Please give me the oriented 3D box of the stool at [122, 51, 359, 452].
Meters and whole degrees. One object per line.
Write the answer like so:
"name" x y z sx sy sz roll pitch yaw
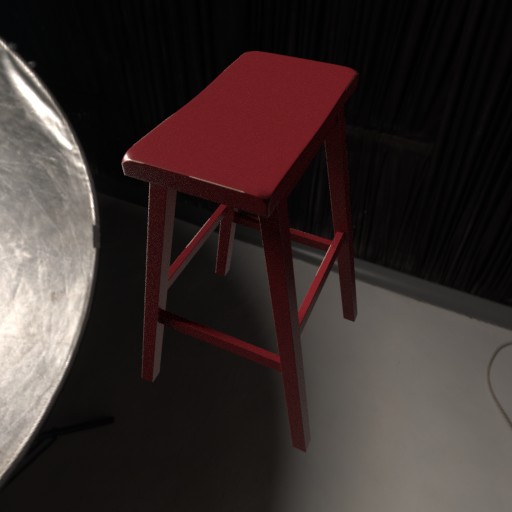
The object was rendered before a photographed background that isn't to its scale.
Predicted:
"stool" 0.000 0.000 1.023 0.476 0.737 0.457 18 49 17
